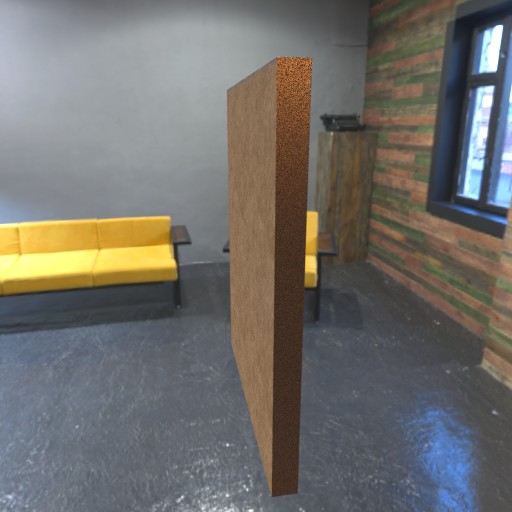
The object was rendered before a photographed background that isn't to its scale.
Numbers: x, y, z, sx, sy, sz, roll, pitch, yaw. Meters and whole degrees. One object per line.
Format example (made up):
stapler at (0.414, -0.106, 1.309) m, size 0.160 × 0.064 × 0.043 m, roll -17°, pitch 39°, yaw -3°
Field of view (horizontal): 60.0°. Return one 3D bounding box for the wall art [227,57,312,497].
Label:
wall art at (0.000, 0.000, 0.744) m, size 0.037 × 0.554 × 0.453 m, roll -3°, pitch 17°, yaw -10°
